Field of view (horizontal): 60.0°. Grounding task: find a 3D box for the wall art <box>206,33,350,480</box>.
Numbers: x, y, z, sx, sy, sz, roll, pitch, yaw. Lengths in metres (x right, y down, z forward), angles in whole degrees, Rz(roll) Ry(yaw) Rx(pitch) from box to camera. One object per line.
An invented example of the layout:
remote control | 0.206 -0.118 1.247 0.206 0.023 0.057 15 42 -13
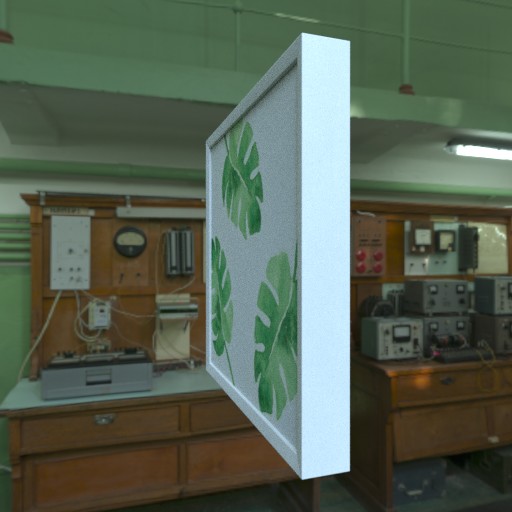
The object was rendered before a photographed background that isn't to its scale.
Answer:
wall art | 0.000 0.000 0.452 0.038 0.305 0.305 0 0 -19
